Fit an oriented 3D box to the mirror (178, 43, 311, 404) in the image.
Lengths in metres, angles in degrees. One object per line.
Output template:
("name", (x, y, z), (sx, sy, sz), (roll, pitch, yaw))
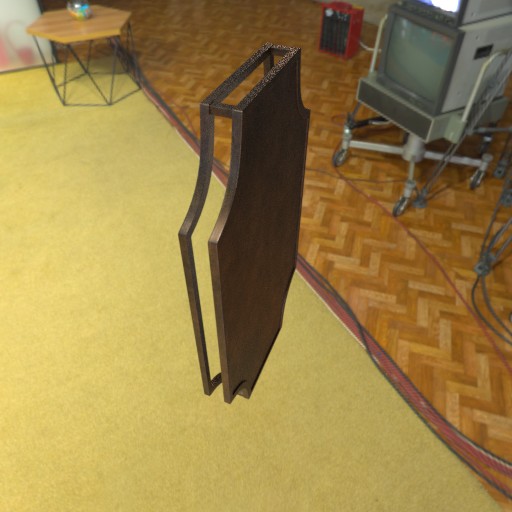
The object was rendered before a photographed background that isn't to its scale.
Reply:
("mirror", (0.000, 0.000, 0.983), (0.066, 0.811, 0.462), (16, 47, 16))
